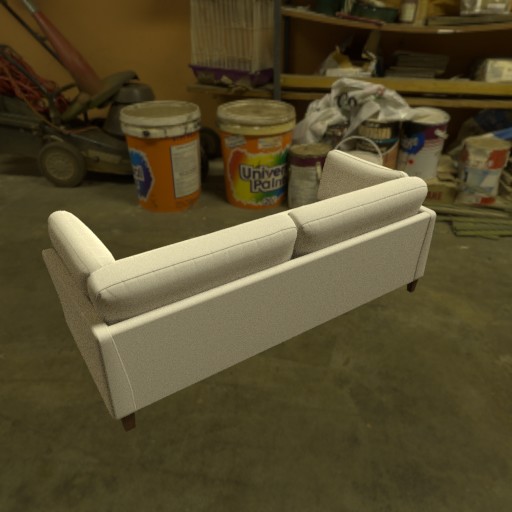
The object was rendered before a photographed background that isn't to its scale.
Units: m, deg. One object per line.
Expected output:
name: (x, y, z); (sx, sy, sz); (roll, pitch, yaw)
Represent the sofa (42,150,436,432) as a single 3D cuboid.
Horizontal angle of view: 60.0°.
sofa: (0.000, 0.000, 2.809); (2.301, 0.863, 0.957); (-19, 35, -29)
